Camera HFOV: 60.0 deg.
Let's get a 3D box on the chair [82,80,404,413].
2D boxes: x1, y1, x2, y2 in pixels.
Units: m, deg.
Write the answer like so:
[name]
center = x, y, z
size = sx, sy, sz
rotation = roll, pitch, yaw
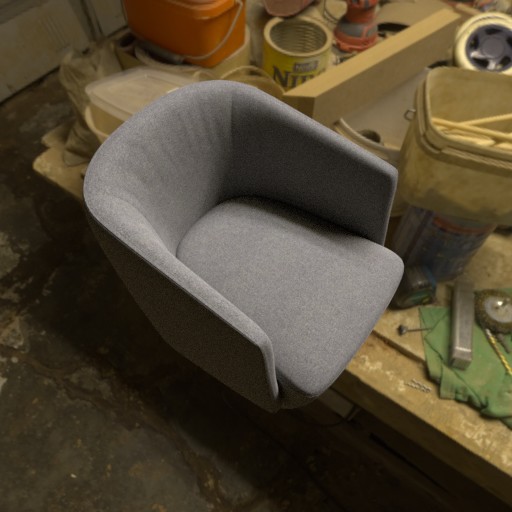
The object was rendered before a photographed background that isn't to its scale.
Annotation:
[chair]
center = 0.000, 0.000, 1.655
size = 0.986, 0.861, 0.822
rotation = 32, 62, 20
